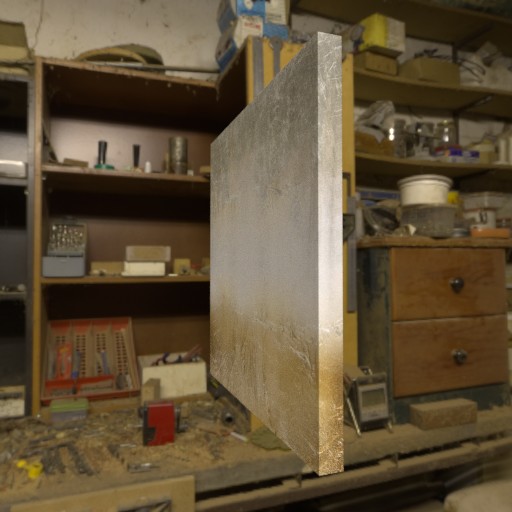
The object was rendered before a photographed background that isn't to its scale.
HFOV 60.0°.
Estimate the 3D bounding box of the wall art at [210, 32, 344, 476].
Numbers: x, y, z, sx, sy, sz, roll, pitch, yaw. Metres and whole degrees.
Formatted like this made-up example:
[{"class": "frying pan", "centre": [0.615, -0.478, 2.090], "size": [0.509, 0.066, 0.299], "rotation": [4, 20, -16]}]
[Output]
[{"class": "wall art", "centre": [0.000, 0.000, 0.901], "size": [0.038, 0.610, 0.610], "rotation": [0, -1, -20]}]
